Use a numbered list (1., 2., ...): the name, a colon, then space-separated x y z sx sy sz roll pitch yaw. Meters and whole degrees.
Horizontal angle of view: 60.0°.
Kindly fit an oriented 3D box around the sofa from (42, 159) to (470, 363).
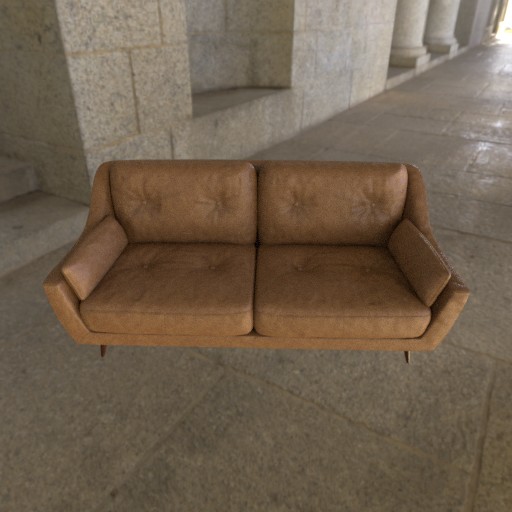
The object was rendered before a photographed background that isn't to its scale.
1. sofa: 0.000 0.000 2.364 1.902 0.839 0.904 1 30 1
